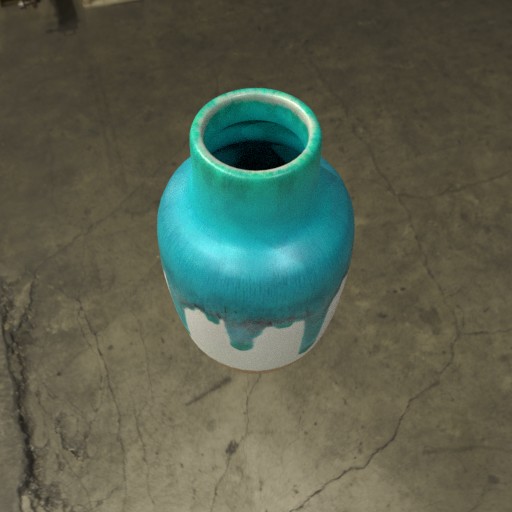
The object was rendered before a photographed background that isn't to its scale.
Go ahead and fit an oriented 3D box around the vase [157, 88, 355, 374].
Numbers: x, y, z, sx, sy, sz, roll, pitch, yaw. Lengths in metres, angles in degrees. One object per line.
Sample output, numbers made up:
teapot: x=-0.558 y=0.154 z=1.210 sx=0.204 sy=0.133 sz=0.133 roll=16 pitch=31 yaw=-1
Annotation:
vase: x=0.000 y=0.000 z=0.257 sx=0.106 sy=0.192 sz=0.106 roll=0 pitch=58 yaw=0
